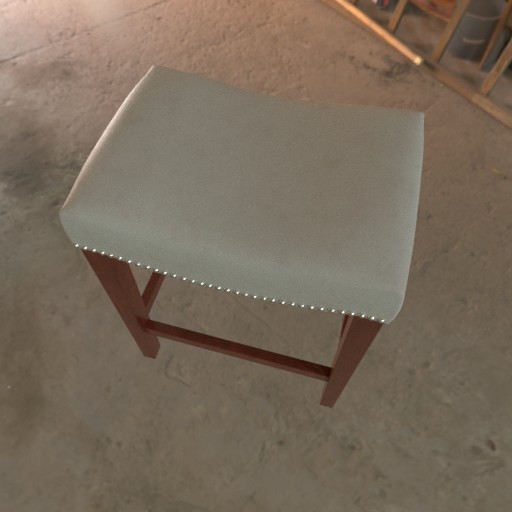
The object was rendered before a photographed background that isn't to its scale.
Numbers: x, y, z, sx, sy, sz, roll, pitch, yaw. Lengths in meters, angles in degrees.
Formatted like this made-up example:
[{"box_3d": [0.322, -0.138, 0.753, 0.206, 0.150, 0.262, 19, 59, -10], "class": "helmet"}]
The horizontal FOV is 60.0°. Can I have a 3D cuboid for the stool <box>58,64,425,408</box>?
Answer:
[{"box_3d": [0.000, 0.000, 0.936, 0.509, 0.632, 0.375, 13, 59, 8], "class": "stool"}]
